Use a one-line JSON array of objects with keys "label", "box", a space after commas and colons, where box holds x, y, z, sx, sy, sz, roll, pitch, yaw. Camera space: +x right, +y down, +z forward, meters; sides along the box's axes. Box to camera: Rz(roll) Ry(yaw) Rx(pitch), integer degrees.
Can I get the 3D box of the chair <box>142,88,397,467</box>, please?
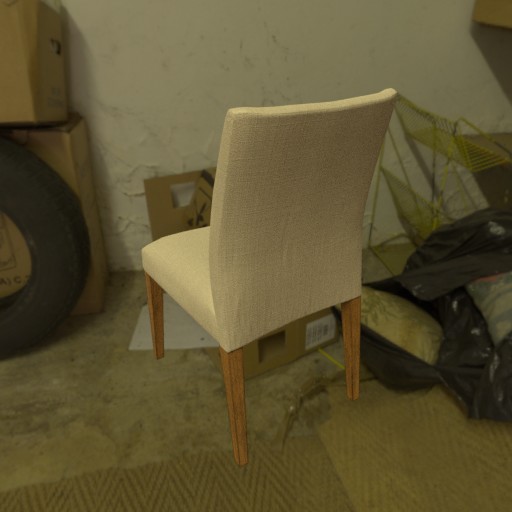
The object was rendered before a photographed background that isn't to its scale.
[{"label": "chair", "box": [0.000, 0.000, 1.277, 0.496, 0.940, 0.585, -18, 34, -29]}]
